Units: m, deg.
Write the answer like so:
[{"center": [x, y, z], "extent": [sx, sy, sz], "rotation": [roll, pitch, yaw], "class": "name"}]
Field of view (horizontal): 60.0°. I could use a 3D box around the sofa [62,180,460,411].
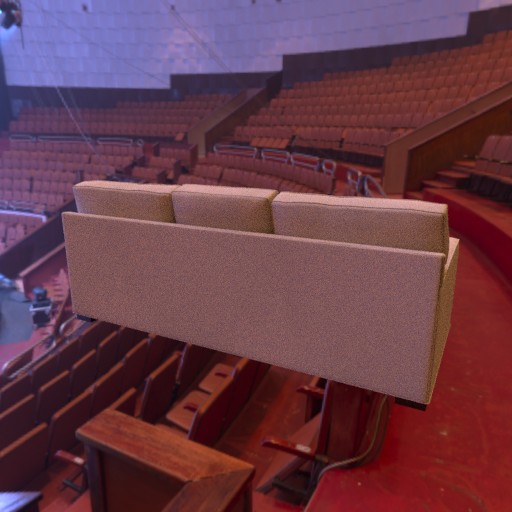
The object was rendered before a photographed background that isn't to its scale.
[{"center": [0.000, 0.000, 2.569], "extent": [2.088, 0.862, 0.935], "rotation": [8, 17, 27], "class": "sofa"}]
